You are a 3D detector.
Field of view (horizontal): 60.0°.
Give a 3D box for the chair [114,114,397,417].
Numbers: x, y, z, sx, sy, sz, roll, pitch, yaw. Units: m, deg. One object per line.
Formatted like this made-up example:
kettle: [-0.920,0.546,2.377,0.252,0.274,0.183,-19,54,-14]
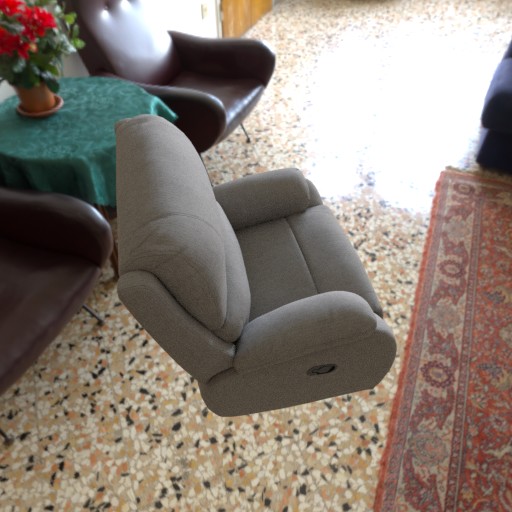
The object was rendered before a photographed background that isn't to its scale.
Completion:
chair: [0.000,0.000,1.731,0.899,1.011,0.930,-9,47,-9]
